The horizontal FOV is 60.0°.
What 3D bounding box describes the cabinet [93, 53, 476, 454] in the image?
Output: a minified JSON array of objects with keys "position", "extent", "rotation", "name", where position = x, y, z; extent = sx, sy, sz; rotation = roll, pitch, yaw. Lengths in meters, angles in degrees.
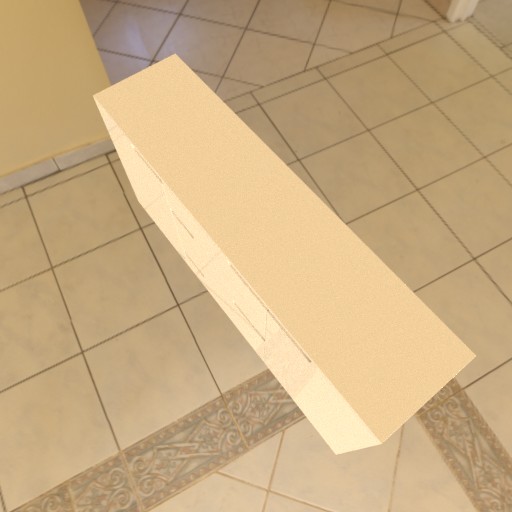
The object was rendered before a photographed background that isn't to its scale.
[{"position":[0.000,0.000,1.925],"extent":[0.400,0.800,1.650],"rotation":[-35,69,-16],"name":"cabinet"}]
